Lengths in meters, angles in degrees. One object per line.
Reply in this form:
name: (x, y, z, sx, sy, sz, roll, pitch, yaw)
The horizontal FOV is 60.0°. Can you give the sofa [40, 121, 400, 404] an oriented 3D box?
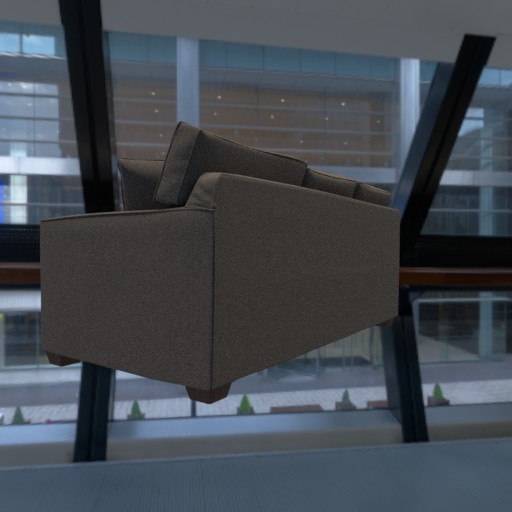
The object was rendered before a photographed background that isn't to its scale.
sofa: (0.000, 0.000, 2.475, 1.034, 0.946, 1.963, 1, 1, 35)
